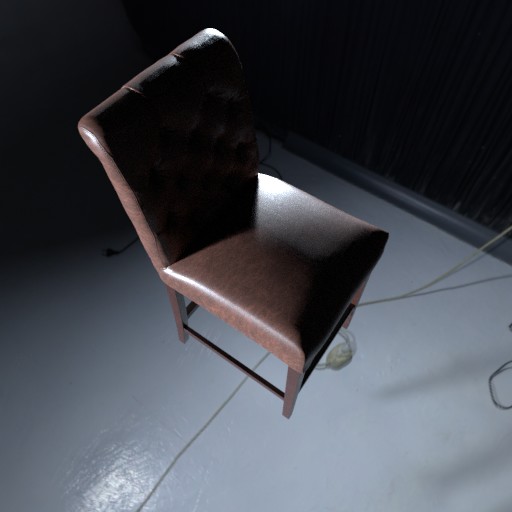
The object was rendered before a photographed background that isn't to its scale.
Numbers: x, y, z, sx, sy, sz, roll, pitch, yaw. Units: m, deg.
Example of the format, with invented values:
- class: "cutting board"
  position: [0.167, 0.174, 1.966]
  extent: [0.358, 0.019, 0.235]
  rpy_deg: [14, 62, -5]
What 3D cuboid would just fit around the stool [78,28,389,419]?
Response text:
- class: "stool"
  position: [0.000, 0.000, 1.393]
  extent: [0.660, 1.084, 0.486]
  rpy_deg: [31, 62, 18]
